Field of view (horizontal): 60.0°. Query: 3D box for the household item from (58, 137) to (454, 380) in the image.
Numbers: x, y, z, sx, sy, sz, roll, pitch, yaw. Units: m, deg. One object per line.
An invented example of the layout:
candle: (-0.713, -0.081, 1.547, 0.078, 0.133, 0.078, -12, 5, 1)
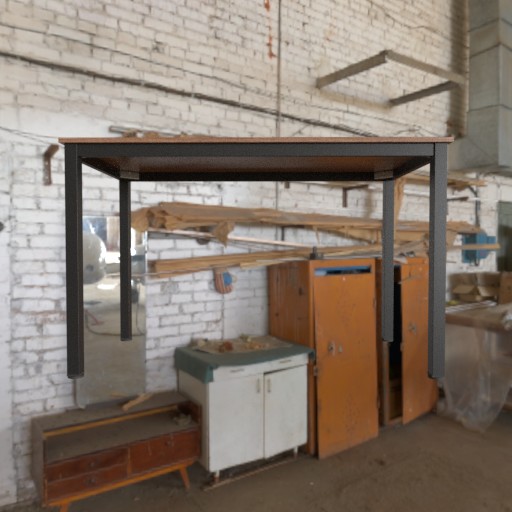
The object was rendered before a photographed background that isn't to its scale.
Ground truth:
household item: (0.000, 0.000, 1.655, 1.200, 0.750, 0.600, 0, 2, 0)
